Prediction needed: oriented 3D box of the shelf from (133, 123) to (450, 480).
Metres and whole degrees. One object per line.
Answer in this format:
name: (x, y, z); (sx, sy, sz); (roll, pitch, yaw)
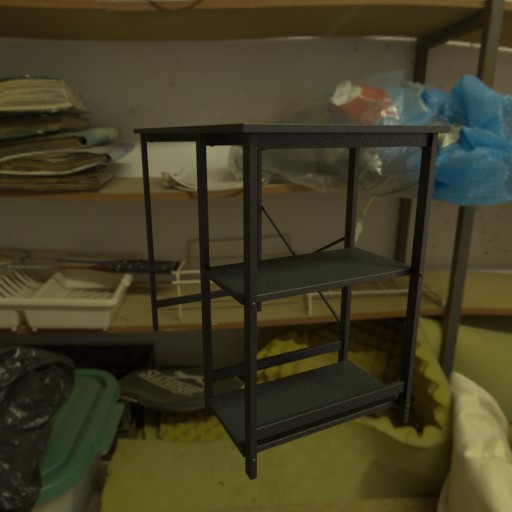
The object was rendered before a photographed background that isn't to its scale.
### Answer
shelf: (0.000, 0.000, 1.346); (0.498, 0.749, 0.902); (-8, 17, -25)
